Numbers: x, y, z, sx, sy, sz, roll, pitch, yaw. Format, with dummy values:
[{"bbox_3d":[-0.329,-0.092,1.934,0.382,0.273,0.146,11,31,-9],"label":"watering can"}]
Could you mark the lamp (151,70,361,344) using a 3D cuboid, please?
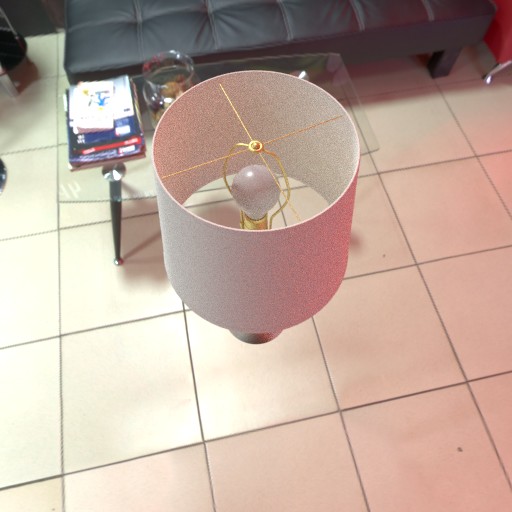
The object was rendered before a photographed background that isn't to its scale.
[{"bbox_3d":[0.000,0.000,0.831,0.328,0.619,0.328,0,63,0],"label":"lamp"}]
